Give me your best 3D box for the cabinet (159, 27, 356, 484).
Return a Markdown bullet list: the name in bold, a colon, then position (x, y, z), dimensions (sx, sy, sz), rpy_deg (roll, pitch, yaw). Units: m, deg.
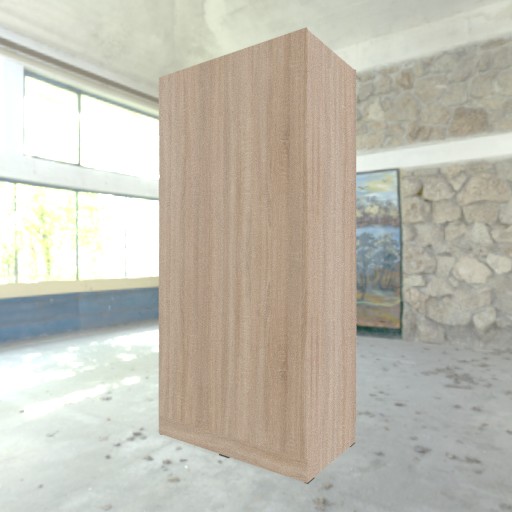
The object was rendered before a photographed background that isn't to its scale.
- **cabinet**: position (0.000, 0.000, 2.583), dimensions (1.001, 2.121, 0.590), rpy_deg (0, 0, 35)
